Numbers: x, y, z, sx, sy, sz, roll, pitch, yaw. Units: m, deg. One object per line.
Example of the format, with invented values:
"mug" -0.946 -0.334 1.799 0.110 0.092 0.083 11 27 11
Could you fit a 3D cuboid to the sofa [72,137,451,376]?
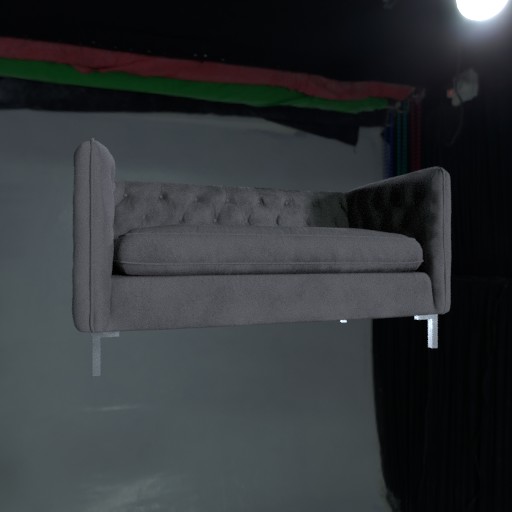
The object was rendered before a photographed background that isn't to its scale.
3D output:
"sofa" 0.000 0.000 2.110 1.583 0.810 0.909 0 0 -19
